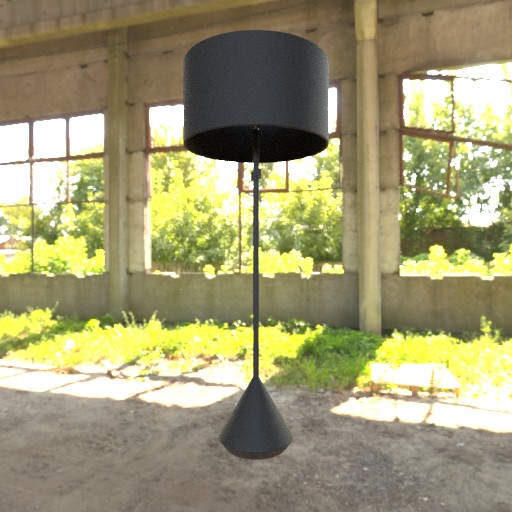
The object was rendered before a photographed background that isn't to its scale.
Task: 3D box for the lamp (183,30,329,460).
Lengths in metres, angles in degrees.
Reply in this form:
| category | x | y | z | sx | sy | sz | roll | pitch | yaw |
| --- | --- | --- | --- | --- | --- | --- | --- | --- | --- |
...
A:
| category | x | y | z | sx | sy | sz | roll | pitch | yaw |
| --- | --- | --- | --- | --- | --- | --- | --- | --- | --- |
| lamp | 0.000 | 0.000 | 1.779 | 0.580 | 1.526 | 0.580 | 0 | -1 | -17 |
